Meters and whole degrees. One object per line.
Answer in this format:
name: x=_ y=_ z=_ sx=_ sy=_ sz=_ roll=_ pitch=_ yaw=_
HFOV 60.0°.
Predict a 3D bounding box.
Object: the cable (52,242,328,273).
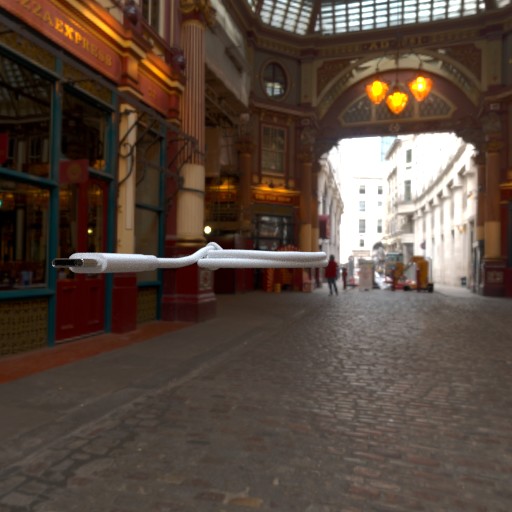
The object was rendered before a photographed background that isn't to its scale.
cable: x=0.000 y=0.000 z=0.220 sx=0.070 sy=0.014 sz=0.203 roll=0 pitch=-1 yaw=16
